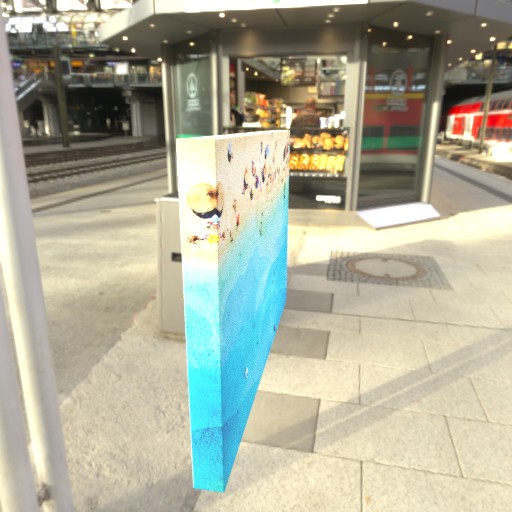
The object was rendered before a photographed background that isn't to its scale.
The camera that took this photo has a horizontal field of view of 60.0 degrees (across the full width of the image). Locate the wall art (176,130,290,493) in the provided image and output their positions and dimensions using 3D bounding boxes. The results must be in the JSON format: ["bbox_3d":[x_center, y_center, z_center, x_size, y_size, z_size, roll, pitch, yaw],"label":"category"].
[{"bbox_3d":[0.000,0.000,1.110,0.057,0.595,0.894,3,17,10],"label":"wall art"}]
